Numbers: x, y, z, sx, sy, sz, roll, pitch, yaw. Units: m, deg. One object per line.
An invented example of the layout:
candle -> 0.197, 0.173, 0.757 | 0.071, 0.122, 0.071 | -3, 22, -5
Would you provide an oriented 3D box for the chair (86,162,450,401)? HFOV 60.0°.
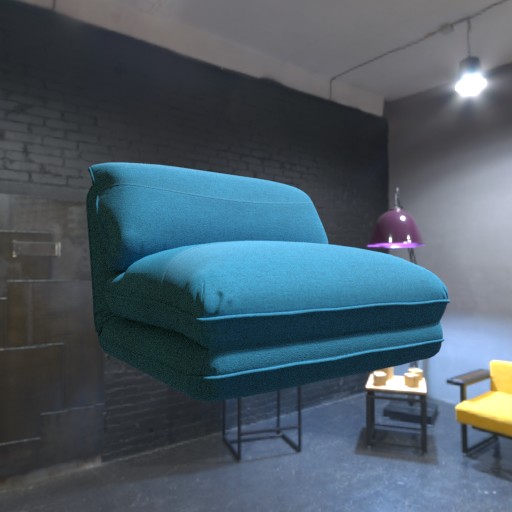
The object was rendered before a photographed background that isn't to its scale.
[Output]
chair -> 0.000, 0.000, 1.306 | 0.820, 0.580, 0.780 | 1, -2, -36
